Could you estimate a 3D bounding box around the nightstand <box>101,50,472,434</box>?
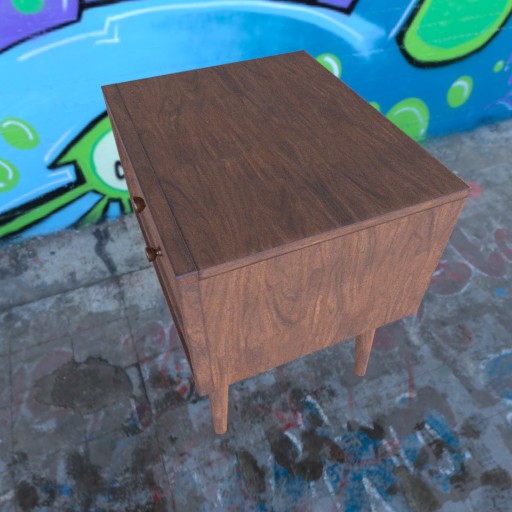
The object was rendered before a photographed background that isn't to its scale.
[{"bbox_3d":[0.000,0.000,0.953,0.445,0.607,0.521,-17,49,-16],"label":"nightstand"}]
